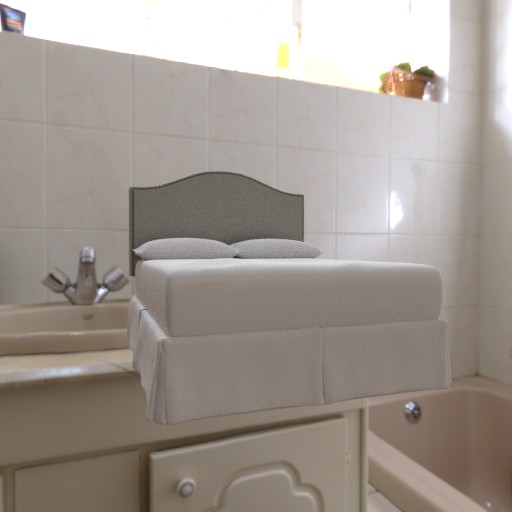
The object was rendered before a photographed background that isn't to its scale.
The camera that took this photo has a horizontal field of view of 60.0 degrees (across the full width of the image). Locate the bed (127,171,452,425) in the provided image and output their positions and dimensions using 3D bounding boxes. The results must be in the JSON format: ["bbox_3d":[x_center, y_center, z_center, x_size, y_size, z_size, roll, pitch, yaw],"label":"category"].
[{"bbox_3d":[0.000,0.000,3.343,1.813,1.607,2.180,0,1,-19],"label":"bed"}]
